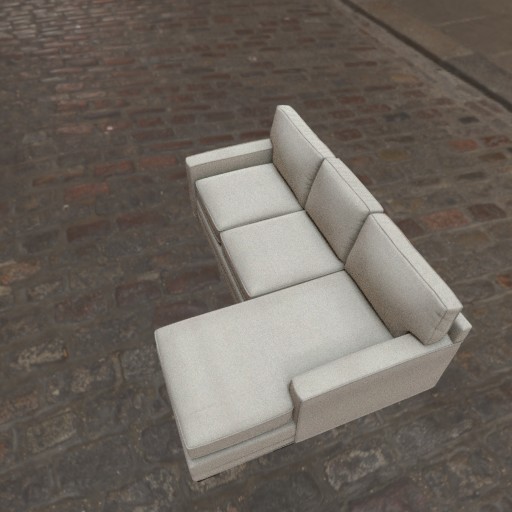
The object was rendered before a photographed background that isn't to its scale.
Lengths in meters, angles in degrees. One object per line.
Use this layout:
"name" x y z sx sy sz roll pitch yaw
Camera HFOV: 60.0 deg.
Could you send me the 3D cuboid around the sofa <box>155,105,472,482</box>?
"sofa" 0.000 0.000 2.834 1.496 0.861 2.087 -16 49 -14
